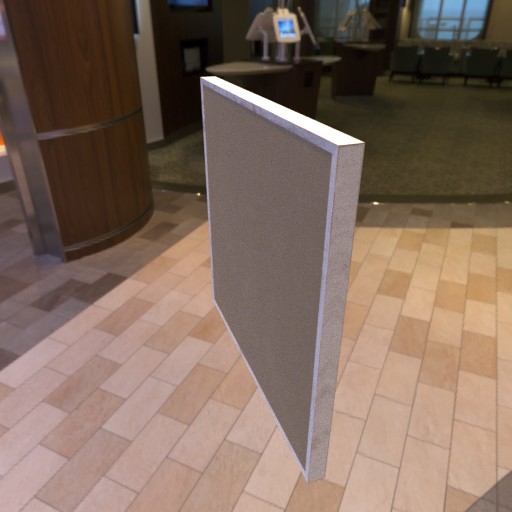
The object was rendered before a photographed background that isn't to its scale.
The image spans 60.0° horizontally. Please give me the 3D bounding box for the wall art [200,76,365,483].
[{"bbox_3d":[0.000,0.000,0.748,0.029,0.506,0.508,-11,31,-18],"label":"wall art"}]
